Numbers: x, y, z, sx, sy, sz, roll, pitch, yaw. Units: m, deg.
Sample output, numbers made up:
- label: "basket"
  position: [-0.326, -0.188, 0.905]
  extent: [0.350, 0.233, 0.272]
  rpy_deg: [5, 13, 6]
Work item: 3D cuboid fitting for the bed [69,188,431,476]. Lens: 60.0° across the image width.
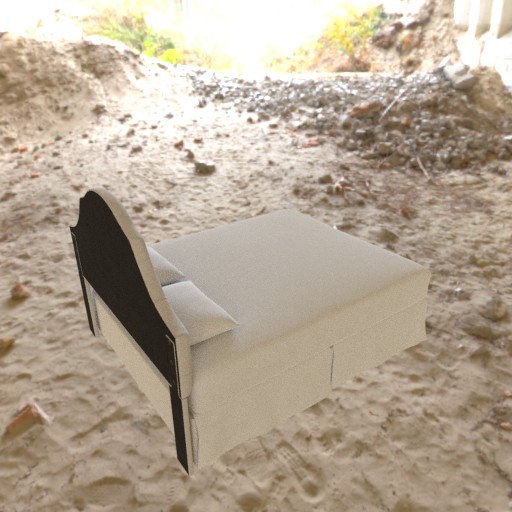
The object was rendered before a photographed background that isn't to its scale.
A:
- label: "bed"
  position: [0.000, 0.000, 3.800]
  extent: [2.477, 1.617, 2.039]
  rpy_deg: [-18, 31, -32]
